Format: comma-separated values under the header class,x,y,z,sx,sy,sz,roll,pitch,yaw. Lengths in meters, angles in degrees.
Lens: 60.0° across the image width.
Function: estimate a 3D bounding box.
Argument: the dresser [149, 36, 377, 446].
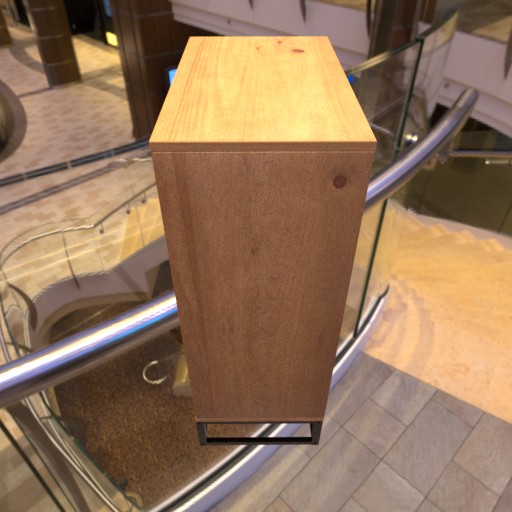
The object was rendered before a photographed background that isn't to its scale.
class,x,y,z,sx,sy,sz,roll,pitch,yaw
dresser,0.000,0.000,1.563,0.479,1.240,0.761,0,40,0
